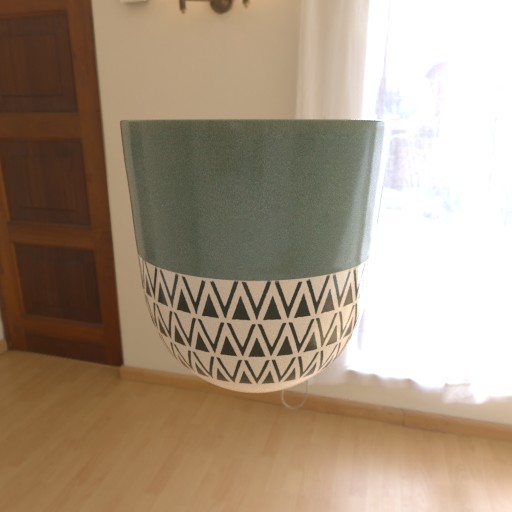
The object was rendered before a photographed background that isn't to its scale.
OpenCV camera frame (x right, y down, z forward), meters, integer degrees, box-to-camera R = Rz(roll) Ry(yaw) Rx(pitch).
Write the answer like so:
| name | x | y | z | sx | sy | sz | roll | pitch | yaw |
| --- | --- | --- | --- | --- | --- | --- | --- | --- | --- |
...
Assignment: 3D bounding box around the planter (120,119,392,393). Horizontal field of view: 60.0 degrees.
| name | x | y | z | sx | sy | sz | roll | pitch | yaw |
| --- | --- | --- | --- | --- | --- | --- | --- | --- | --- |
| planter | 0.000 | 0.000 | 0.366 | 0.198 | 0.214 | 0.198 | 0 | 17 | 0 |
